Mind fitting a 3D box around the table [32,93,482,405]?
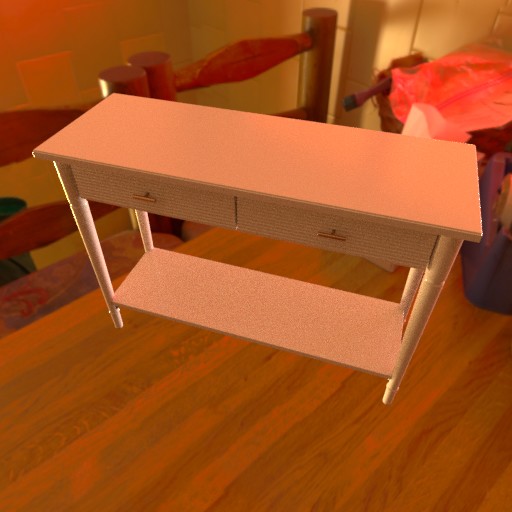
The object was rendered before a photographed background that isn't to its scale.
[{"bbox_3d":[0.000,0.000,1.381,1.067,0.749,0.381,13,44,13],"label":"table"}]
